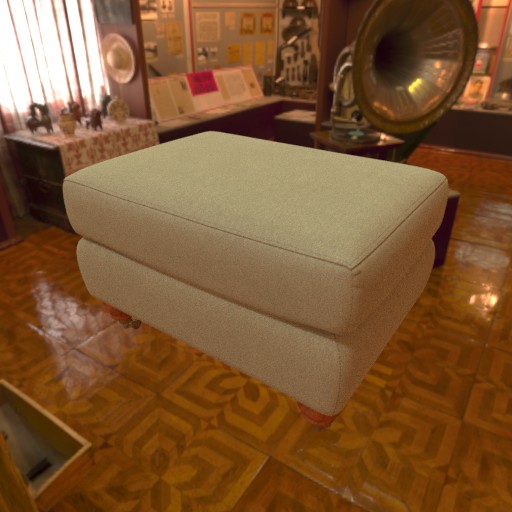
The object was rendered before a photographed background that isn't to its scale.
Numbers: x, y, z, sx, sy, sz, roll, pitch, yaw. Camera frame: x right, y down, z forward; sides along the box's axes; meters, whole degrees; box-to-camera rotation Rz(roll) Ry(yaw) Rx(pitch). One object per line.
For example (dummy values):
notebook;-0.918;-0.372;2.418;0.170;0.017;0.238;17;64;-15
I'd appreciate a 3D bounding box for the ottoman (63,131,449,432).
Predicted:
ottoman;0.000;0.000;1.137;0.773;0.499;0.569;19;34;30
